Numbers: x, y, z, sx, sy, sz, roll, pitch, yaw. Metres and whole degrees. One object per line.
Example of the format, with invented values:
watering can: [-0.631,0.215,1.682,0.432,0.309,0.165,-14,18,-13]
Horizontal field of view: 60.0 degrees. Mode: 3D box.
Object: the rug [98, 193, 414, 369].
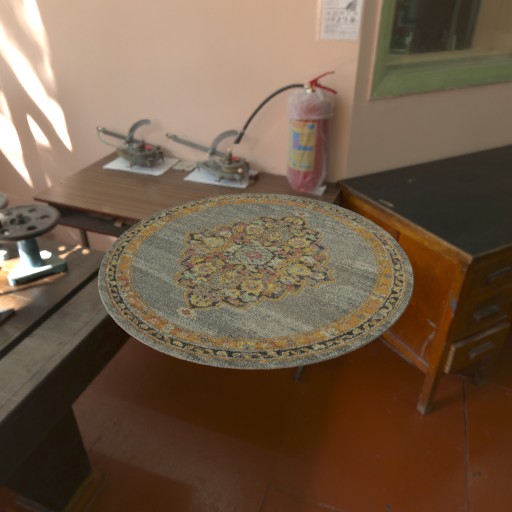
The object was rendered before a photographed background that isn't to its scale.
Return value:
rug: [0.000,0.000,2.342,1.598,0.010,1.598,0,32,0]
